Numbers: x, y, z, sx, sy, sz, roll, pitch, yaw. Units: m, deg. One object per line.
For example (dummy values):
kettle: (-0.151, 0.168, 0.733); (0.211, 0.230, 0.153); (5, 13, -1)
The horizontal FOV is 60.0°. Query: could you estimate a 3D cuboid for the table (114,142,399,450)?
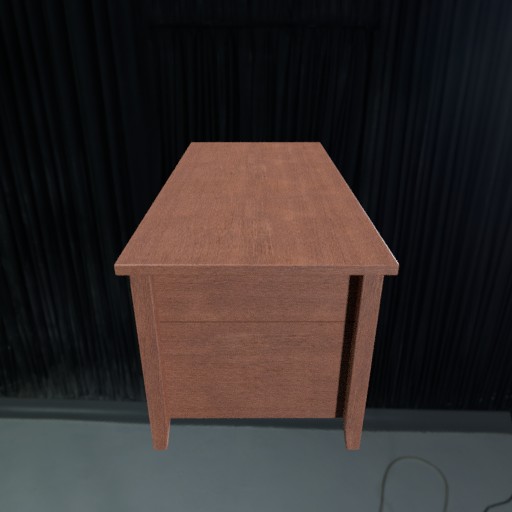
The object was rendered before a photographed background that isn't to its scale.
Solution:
table: (0.000, 0.000, 1.305); (0.483, 0.457, 1.016); (0, 26, 0)
